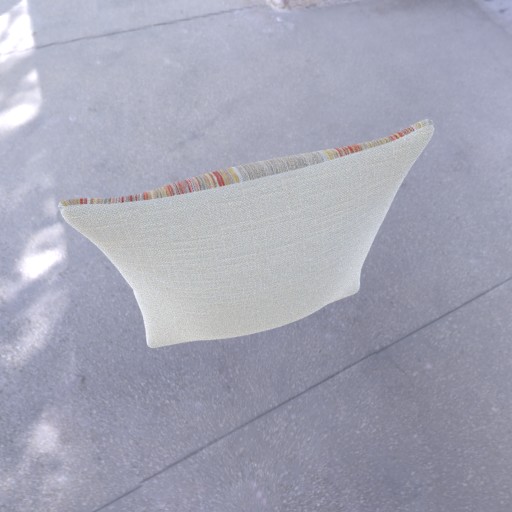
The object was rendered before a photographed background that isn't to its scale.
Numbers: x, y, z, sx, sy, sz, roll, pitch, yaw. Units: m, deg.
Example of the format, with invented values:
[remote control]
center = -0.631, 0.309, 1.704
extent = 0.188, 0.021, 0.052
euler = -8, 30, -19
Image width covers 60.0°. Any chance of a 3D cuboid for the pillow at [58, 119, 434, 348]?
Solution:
[pillow]
center = 0.000, 0.000, 0.700
extent = 0.451, 0.449, 0.191
euler = -14, 60, -8
